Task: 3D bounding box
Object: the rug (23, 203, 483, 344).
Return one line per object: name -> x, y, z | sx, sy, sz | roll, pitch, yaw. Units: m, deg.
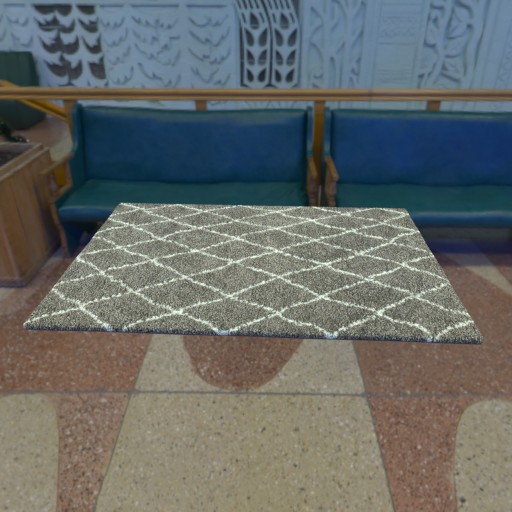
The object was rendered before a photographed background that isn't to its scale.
rug -> 0.000, 0.000, 2.228 | 1.778, 0.030, 1.219 | 1, 30, 2
